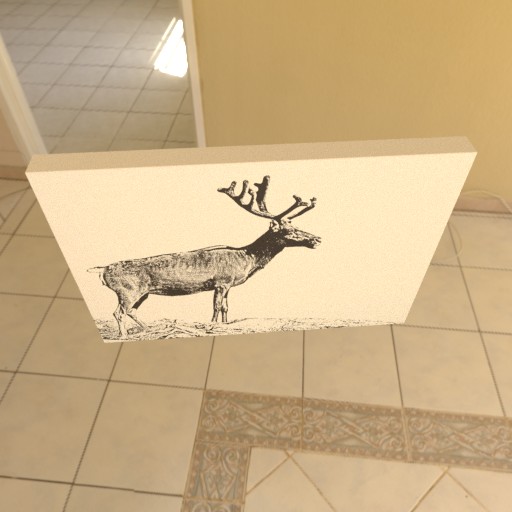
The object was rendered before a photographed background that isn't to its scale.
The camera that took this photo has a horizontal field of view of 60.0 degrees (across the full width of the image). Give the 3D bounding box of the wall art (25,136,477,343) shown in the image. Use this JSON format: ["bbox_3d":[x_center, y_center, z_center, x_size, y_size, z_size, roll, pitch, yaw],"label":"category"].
[{"bbox_3d":[0.000,0.000,0.760,0.608,0.414,0.042,-3,47,-3],"label":"wall art"}]
